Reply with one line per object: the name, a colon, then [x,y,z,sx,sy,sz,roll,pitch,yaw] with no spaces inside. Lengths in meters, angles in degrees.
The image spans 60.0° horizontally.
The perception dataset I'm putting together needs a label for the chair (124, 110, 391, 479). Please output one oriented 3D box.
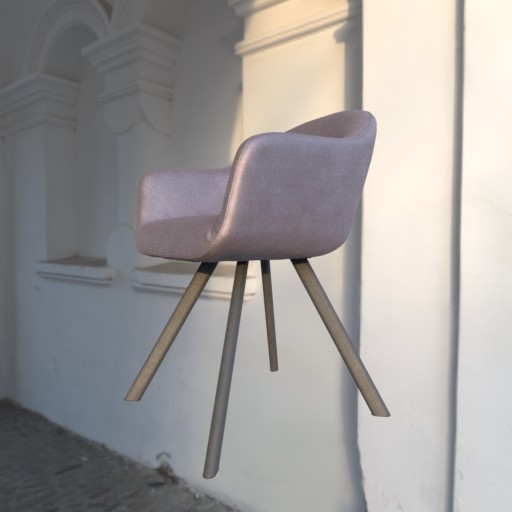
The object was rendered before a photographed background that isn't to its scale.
chair: [0.000,0.000,1.135,0.544,0.781,0.567,-2,3,-34]
